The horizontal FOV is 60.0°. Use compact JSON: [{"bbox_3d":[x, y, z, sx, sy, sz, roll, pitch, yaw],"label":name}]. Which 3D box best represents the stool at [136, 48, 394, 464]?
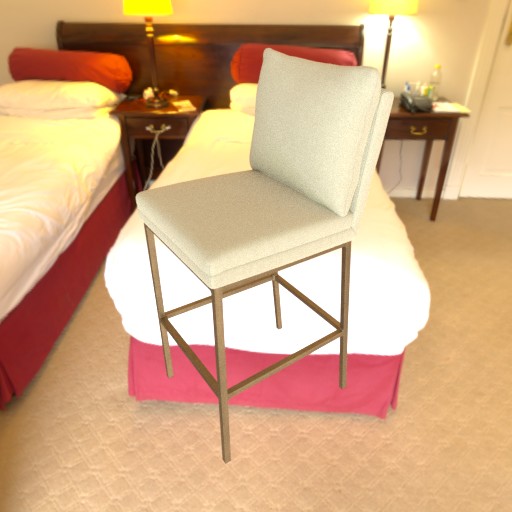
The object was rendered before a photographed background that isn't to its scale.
[{"bbox_3d":[0.000,0.000,1.390,0.572,1.125,0.463,-20,37,-28],"label":"stool"}]
